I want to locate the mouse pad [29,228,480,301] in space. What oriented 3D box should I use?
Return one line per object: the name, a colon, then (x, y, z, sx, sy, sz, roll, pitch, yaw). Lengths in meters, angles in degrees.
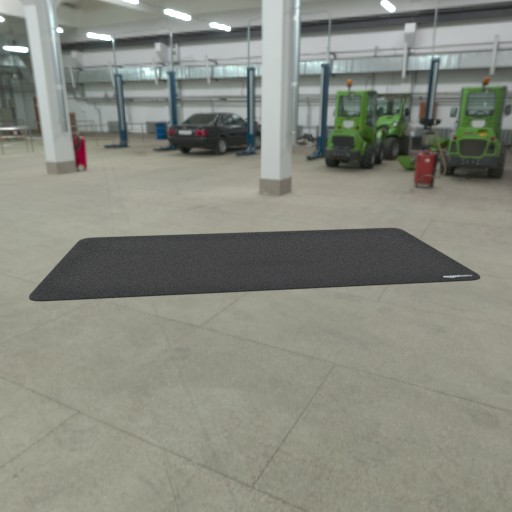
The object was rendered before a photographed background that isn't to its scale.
mouse pad: (0.000, 0.000, 1.061, 0.907, 0.003, 0.424, -2, 18, -7)
